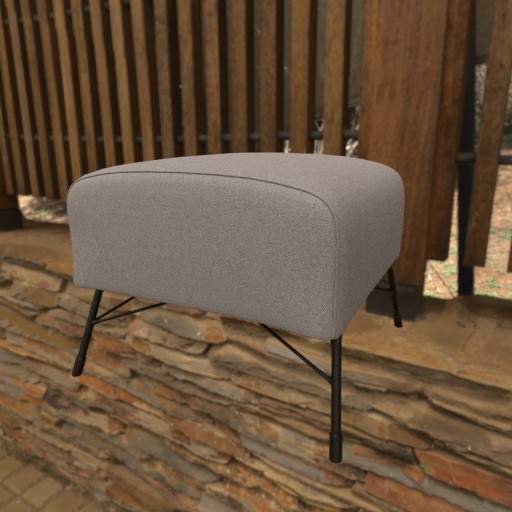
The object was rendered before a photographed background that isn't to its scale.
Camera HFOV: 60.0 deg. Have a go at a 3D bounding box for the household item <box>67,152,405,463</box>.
[{"bbox_3d":[0.000,0.000,0.906,0.530,0.410,0.530,7,17,26],"label":"household item"}]
